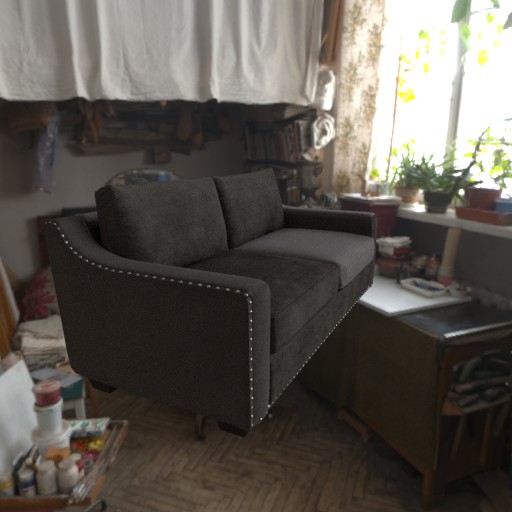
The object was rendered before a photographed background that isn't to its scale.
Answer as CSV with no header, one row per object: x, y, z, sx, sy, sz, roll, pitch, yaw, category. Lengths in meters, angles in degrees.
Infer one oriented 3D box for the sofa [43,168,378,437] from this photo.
0.000,0.000,3.323,1.336,1.196,2.550,7,16,26,sofa
